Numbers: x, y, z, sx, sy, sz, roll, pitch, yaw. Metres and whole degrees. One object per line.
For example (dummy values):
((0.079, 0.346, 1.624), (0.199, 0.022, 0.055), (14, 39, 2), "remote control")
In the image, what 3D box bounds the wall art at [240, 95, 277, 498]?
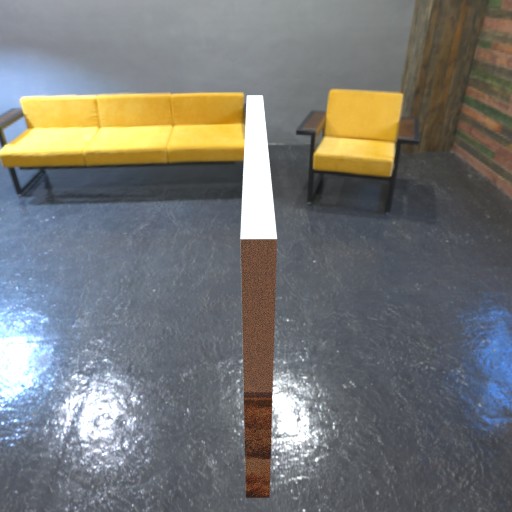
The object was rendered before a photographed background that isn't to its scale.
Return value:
((0.000, 0.000, 1.144), (0.050, 0.610, 0.914), (0, 31, 0), "wall art")
